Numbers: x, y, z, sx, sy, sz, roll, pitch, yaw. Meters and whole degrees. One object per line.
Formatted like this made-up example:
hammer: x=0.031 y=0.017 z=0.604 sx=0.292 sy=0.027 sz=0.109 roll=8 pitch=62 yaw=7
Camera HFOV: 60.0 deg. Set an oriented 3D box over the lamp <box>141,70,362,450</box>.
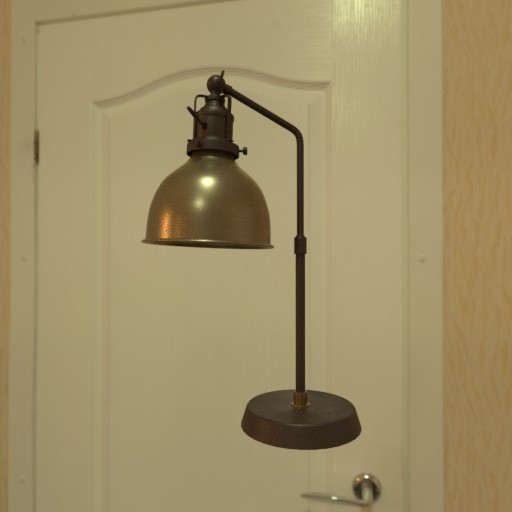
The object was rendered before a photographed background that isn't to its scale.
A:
lamp: x=0.000 y=0.000 z=0.594 sx=0.298 sy=0.469 sz=0.175 roll=0 pitch=0 yaw=-17
